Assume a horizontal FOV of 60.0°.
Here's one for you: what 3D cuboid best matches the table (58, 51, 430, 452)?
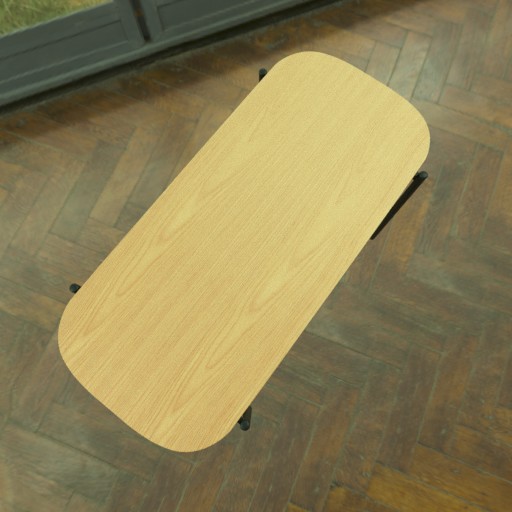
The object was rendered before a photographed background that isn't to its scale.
[{"bbox_3d":[0.000,0.000,1.010,0.400,0.400,0.800,36,78,9],"label":"table"}]
